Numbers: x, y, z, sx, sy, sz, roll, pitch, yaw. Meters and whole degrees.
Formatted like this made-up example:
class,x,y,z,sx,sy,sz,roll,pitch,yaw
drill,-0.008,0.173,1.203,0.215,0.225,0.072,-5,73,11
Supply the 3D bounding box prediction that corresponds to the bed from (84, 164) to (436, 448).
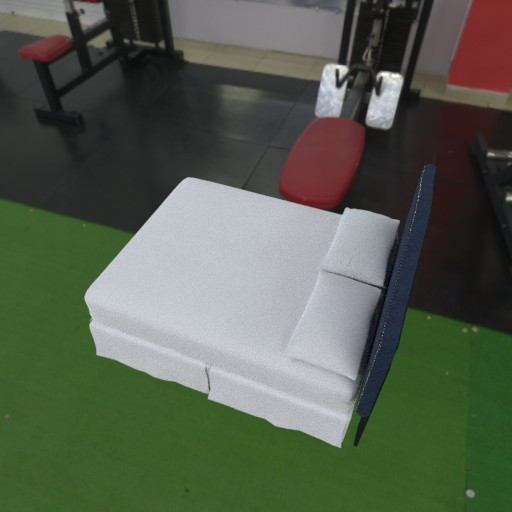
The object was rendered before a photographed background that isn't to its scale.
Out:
class,x,y,z,sx,sy,sz,roll,pitch,yaw
bed,0.000,0.000,3.325,2.153,1.518,1.725,16,48,15
